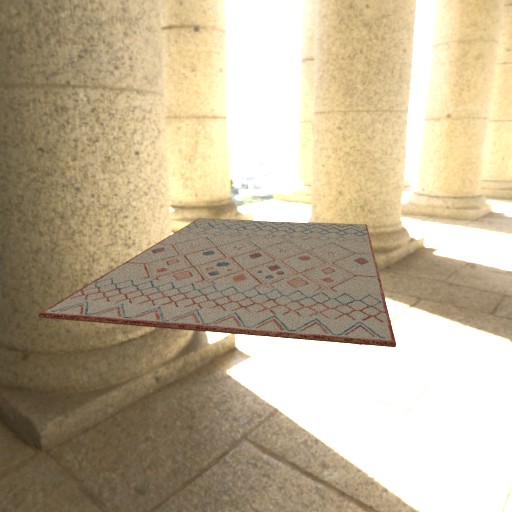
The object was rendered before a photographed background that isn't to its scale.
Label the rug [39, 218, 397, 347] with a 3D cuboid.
[{"bbox_3d":[0.000,0.000,2.318,1.219,0.016,1.829,3,16,10],"label":"rug"}]
